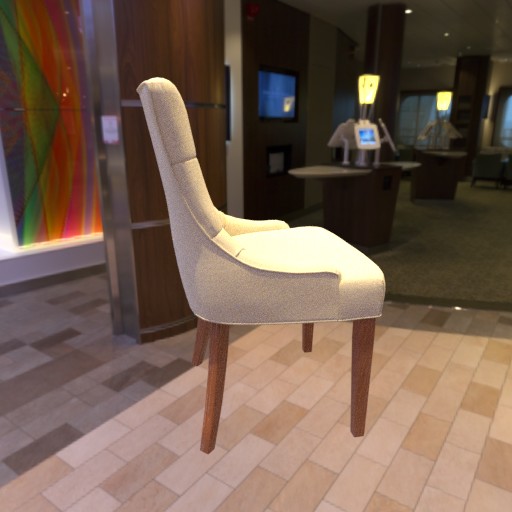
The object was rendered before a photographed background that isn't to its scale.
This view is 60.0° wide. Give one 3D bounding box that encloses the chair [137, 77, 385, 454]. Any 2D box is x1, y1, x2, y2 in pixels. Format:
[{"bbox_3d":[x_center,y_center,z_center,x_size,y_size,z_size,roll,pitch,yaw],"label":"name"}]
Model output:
[{"bbox_3d":[0.000,0.000,1.211,0.565,0.874,0.509,-3,17,-10],"label":"chair"}]
